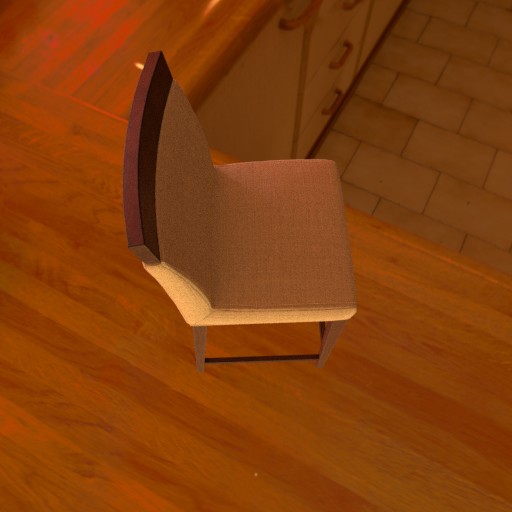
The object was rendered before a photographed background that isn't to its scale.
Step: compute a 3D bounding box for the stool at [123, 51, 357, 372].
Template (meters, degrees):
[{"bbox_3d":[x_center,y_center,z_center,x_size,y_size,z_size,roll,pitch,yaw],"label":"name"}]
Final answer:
[{"bbox_3d":[0.000,0.000,1.260,0.480,1.011,0.463,-2,64,-1],"label":"stool"}]
